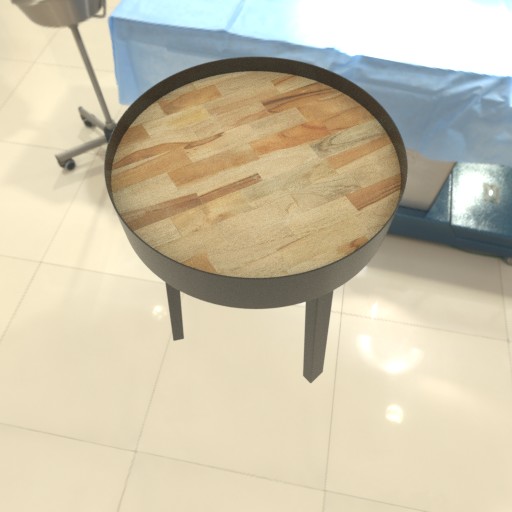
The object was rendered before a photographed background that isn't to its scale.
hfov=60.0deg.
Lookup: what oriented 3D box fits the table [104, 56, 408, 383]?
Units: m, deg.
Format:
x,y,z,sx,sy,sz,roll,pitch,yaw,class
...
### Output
x,y,z,sx,sy,sz,roll,pitch,yaw,class
0.000,0.000,0.841,0.406,0.559,0.406,0,58,0,table
